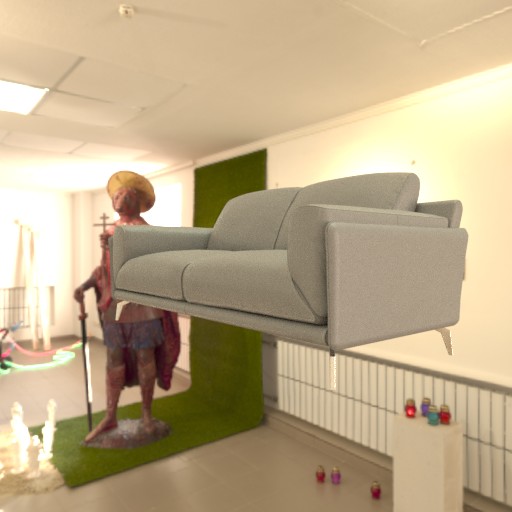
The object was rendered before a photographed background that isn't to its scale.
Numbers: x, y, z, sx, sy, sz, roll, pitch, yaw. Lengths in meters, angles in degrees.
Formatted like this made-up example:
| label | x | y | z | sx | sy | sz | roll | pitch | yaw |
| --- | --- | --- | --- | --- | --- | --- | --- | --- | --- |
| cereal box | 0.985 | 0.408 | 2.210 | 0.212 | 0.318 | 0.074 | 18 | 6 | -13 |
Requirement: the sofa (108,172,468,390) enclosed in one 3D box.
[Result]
| label | x | y | z | sx | sy | sz | roll | pitch | yaw |
| --- | --- | --- | --- | --- | --- | --- | --- | --- | --- |
| sofa | 0.000 | 0.000 | 2.658 | 1.049 | 0.930 | 2.101 | -1 | 1 | -39 |
